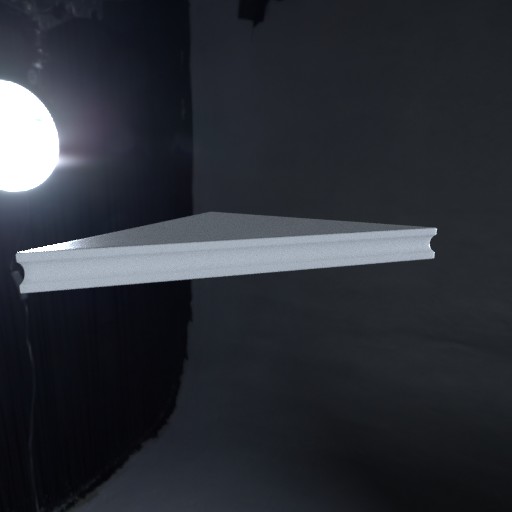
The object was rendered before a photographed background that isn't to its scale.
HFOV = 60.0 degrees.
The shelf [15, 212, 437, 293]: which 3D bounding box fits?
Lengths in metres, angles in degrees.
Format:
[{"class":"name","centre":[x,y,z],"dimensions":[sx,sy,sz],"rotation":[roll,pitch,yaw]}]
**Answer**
[{"class":"shelf","centre":[0.000,0.000,0.429],"dimensions":[0.296,0.035,0.296],"rotation":[7,15,26]}]
